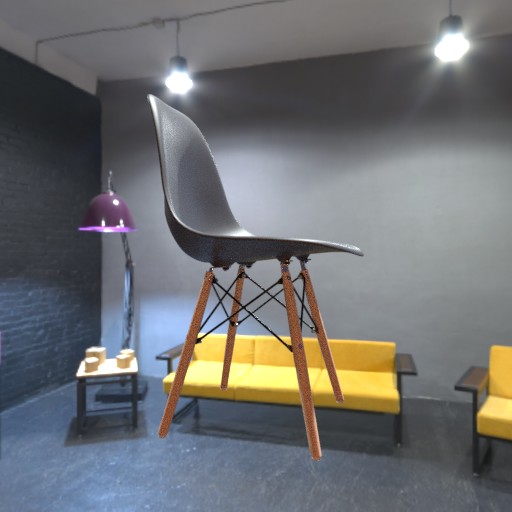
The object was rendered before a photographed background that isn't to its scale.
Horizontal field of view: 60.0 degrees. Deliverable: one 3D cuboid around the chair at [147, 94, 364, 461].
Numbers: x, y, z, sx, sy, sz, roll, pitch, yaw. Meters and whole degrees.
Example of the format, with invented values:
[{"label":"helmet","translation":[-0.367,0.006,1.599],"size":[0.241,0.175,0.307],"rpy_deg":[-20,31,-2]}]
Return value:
[{"label":"chair","translation":[0.000,0.000,1.131],"size":[0.533,0.826,0.470],"rpy_deg":[0,1,19]}]
